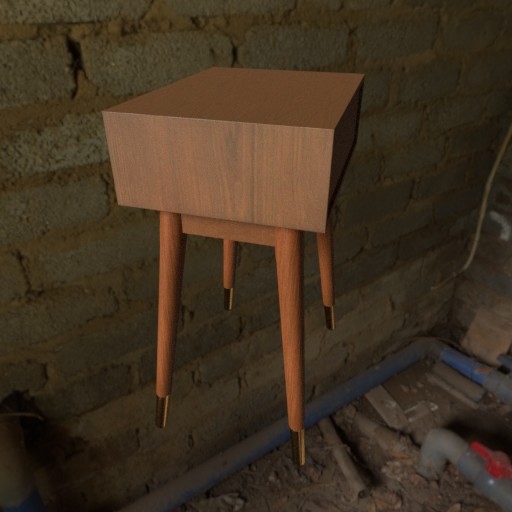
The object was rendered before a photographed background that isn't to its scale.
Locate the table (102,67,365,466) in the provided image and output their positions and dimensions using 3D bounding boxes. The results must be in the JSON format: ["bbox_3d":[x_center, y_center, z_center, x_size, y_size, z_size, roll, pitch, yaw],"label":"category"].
[{"bbox_3d":[0.000,0.000,0.836,0.300,0.599,0.406,9,32,14],"label":"table"}]
